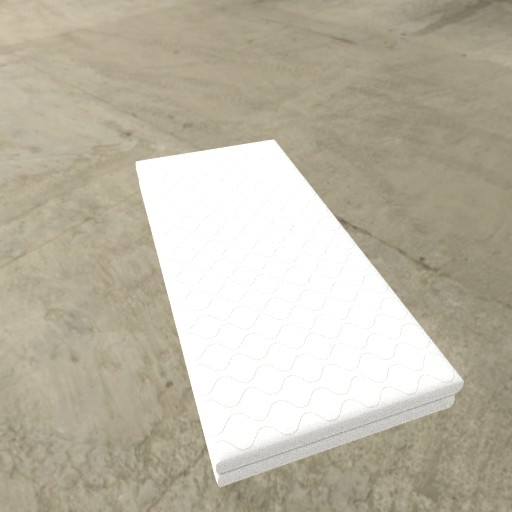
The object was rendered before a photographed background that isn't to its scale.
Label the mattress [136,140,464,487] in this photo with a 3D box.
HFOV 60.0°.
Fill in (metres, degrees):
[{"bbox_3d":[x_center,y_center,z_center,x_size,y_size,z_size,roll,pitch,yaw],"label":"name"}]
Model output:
[{"bbox_3d":[0.000,0.000,2.159,0.900,0.200,1.900,-13,43,-14],"label":"mattress"}]
